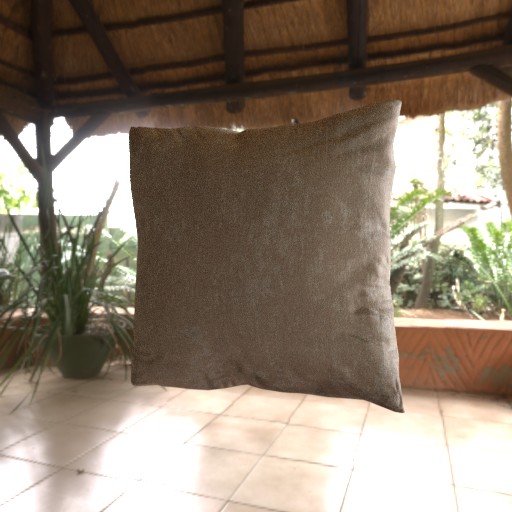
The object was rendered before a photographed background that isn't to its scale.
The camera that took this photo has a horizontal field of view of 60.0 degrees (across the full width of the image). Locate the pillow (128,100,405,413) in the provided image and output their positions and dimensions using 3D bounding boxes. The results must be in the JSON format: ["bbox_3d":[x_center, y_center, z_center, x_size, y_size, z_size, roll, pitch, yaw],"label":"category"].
[{"bbox_3d":[0.000,0.000,0.705,0.450,0.448,0.245,0,0,19],"label":"pillow"}]
